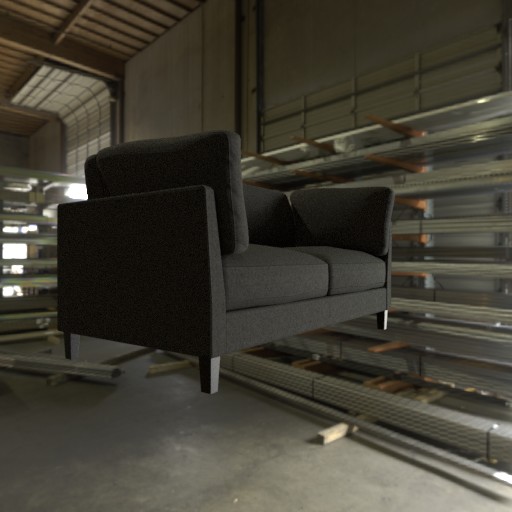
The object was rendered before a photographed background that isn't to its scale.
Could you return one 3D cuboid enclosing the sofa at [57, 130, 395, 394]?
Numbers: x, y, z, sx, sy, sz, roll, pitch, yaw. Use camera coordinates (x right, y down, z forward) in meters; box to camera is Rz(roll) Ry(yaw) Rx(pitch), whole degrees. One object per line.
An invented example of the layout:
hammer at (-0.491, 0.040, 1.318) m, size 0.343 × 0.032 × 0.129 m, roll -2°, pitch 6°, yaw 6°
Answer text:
sofa at (0.000, 0.000, 2.380) m, size 0.969 × 0.920 × 1.751 m, roll 0°, pitch 0°, yaw 36°
